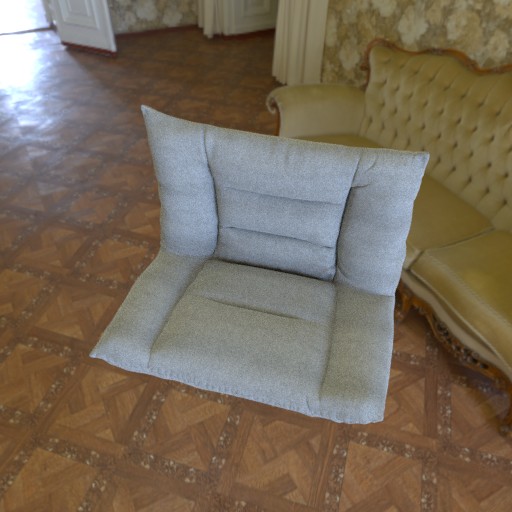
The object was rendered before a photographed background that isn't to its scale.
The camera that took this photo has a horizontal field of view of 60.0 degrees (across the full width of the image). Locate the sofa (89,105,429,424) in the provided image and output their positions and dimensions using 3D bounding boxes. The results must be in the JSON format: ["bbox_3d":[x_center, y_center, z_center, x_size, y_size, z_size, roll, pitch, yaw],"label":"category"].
[{"bbox_3d":[0.000,0.000,1.695,1.144,0.795,0.847,11,43,12],"label":"sofa"}]
